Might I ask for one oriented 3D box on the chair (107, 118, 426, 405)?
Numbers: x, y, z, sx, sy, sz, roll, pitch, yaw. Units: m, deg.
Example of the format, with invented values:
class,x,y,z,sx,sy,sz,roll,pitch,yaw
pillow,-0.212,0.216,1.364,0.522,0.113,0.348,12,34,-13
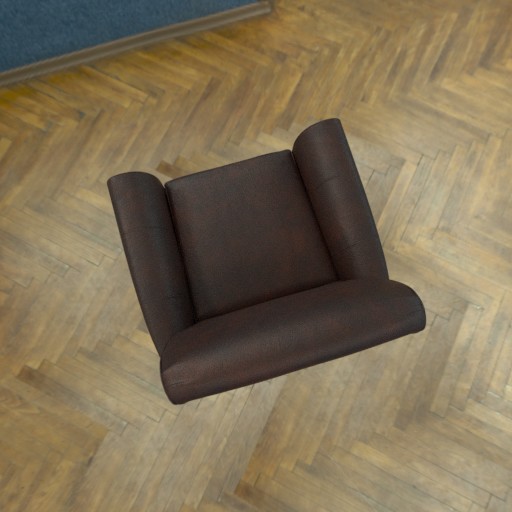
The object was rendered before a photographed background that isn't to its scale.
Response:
class,x,y,z,sx,sy,sz,roll,pitch,yaw
chair,0.000,0.000,1.748,0.978,1.061,0.902,-16,76,-4
